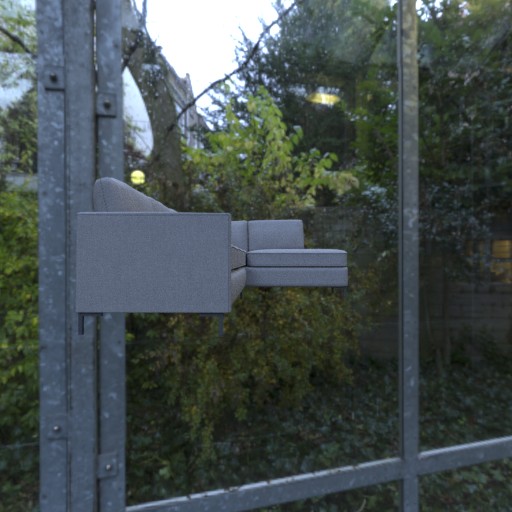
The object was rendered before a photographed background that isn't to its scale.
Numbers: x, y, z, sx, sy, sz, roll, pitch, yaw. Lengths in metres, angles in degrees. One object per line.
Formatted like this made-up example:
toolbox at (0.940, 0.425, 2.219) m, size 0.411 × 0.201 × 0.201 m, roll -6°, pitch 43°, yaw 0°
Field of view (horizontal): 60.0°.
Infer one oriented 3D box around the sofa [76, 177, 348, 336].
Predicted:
sofa at (0.000, 0.000, 4.263) m, size 2.077 × 0.964 × 3.331 m, roll 0°, pitch 0°, yaw 1°
